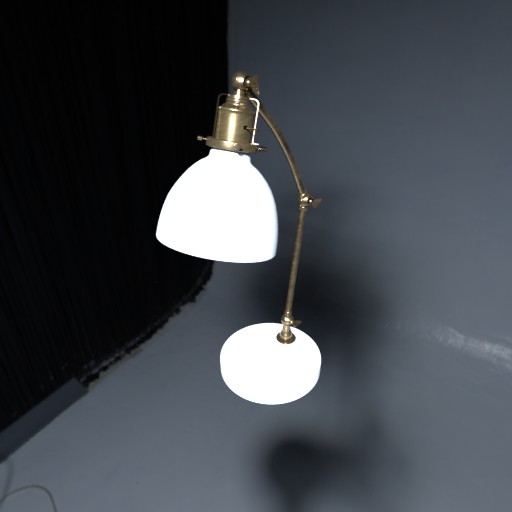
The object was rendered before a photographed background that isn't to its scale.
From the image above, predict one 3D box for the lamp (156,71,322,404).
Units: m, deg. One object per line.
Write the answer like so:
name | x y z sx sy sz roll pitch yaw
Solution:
lamp | 0.000 0.000 0.667 0.186 0.522 0.317 19 36 29
